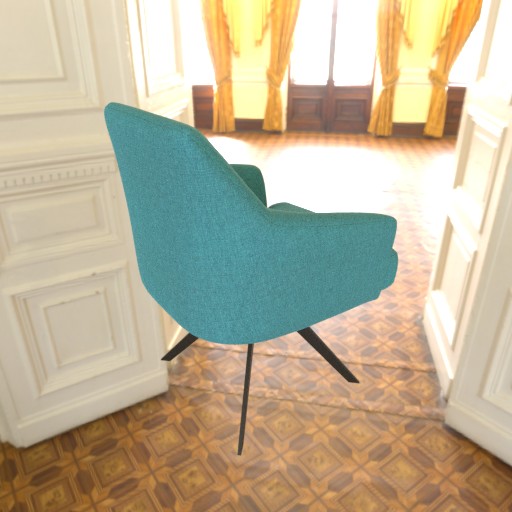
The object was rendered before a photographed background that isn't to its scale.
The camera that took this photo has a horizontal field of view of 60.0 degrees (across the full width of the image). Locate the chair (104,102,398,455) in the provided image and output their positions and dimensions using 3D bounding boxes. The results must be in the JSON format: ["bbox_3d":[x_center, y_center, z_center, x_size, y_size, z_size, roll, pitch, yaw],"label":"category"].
[{"bbox_3d":[0.000,0.000,1.307,0.677,0.874,0.642,-18,32,-32],"label":"chair"}]
